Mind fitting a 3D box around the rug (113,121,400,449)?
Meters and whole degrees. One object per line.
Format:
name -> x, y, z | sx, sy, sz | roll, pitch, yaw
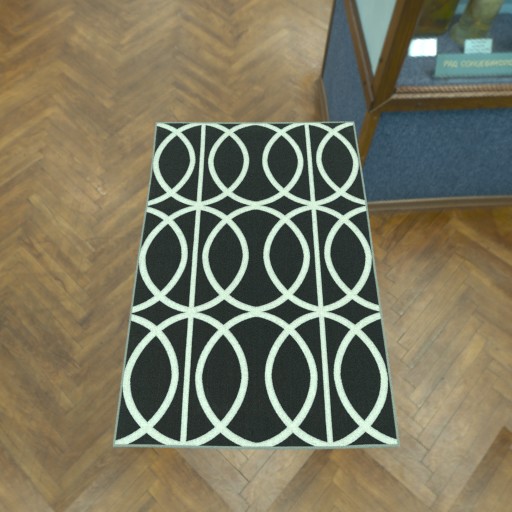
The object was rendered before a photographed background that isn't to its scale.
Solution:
rug -> 0.000, 0.000, 2.856 | 1.526, 0.014, 2.290 | 0, 63, 0
